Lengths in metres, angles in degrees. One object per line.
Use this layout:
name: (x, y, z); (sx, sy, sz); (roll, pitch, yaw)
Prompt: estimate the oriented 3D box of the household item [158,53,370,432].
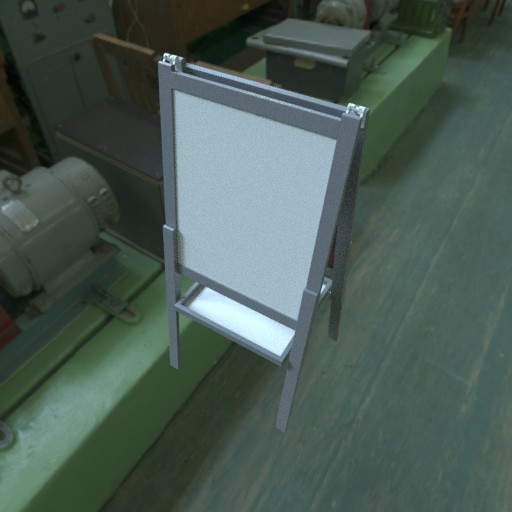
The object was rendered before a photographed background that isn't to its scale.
household item: (0.000, 0.000, 1.430); (0.531, 1.172, 0.469); (24, 51, 21)
